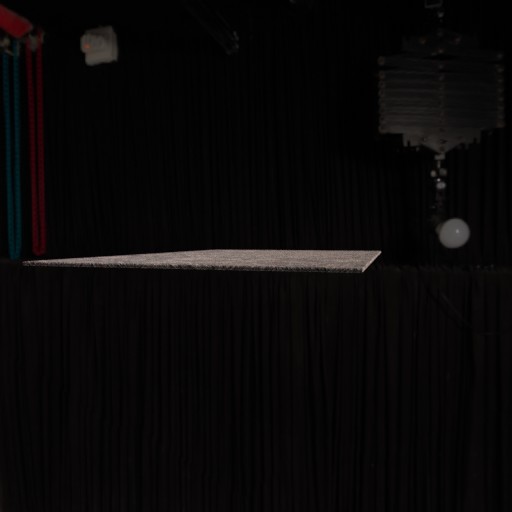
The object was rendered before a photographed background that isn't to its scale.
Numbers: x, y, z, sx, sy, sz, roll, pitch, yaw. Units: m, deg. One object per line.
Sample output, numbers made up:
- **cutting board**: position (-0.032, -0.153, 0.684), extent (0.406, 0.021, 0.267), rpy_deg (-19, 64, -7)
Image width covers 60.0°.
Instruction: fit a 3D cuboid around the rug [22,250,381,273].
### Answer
- **rug**: position (0.000, 0.000, 2.876), extent (1.501, 0.017, 2.298), rpy_deg (1, 2, 17)
